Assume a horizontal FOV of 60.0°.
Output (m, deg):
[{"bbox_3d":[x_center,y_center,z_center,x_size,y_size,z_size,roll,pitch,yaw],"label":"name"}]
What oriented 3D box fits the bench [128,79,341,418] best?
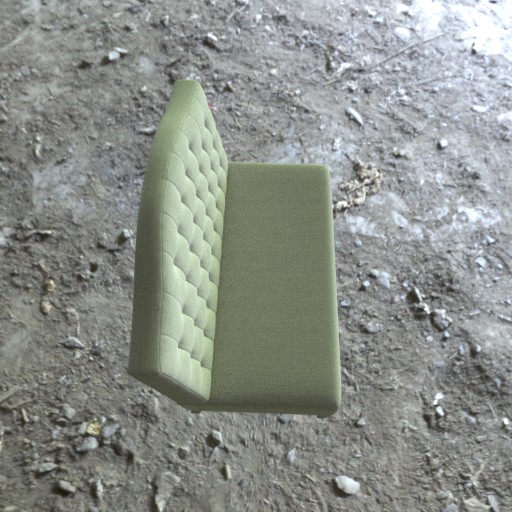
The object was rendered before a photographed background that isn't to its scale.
[{"bbox_3d":[0.000,0.000,2.102,0.815,1.180,1.335,2,63,1],"label":"bench"}]
